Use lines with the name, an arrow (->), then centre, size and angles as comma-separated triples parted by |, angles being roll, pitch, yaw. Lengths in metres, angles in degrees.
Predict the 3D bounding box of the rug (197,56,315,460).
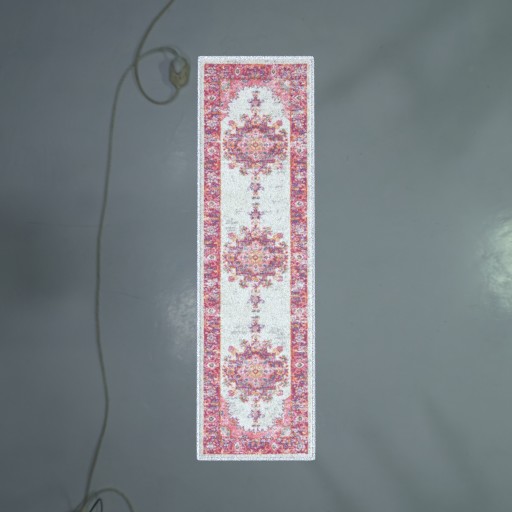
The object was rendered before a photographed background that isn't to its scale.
rug -> 0.000, 0.000, 2.517 | 0.666, 0.011, 2.294 | 0, 89, 0
